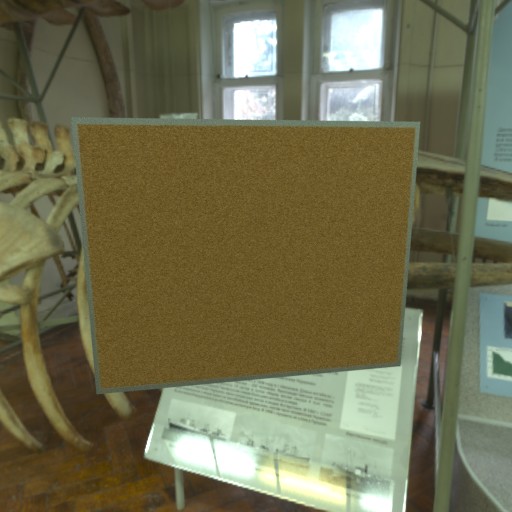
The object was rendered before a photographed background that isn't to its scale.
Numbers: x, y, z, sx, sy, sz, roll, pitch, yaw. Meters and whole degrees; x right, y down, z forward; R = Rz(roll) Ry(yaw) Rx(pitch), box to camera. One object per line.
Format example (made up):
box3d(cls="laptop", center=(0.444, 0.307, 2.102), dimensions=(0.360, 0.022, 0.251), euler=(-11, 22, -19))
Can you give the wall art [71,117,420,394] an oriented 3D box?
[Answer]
box3d(cls="wall art", center=(0.000, 0.000, 0.768), dimensions=(0.557, 0.450, 0.037), euler=(-2, 13, -10))
